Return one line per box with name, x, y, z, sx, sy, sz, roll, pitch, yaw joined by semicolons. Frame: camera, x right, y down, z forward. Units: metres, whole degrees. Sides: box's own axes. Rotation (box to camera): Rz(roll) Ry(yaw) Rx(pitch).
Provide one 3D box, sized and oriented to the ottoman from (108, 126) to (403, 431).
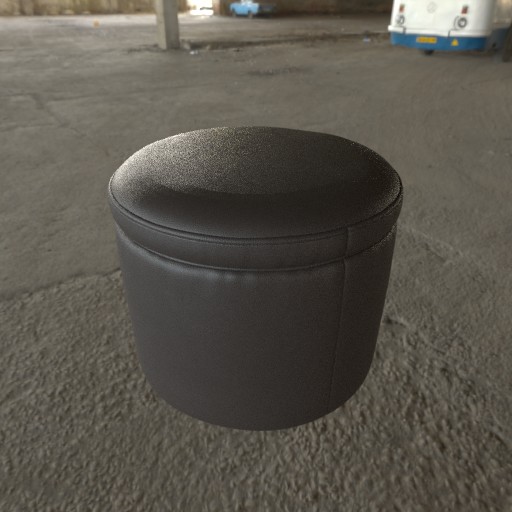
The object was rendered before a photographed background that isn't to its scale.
ottoman;0.000;0.000;0.856;0.500;0.409;0.500;0;31;0
